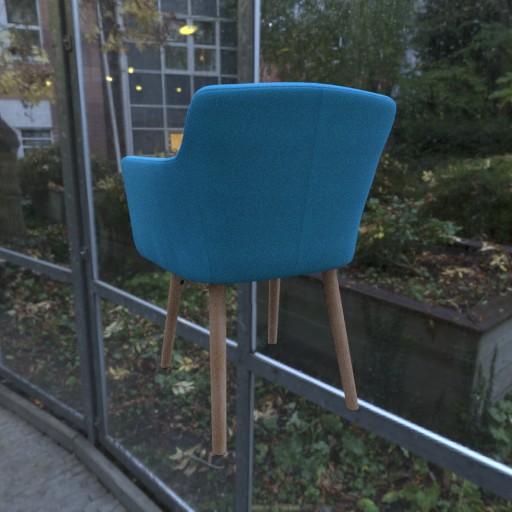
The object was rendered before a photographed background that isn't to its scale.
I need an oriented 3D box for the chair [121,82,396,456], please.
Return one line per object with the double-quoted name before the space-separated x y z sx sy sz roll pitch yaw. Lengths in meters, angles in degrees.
"chair" 0.000 0.000 1.141 0.570 0.780 0.540 -7 16 -26
